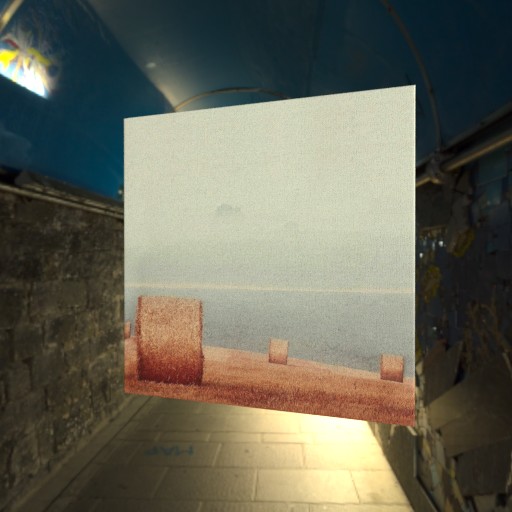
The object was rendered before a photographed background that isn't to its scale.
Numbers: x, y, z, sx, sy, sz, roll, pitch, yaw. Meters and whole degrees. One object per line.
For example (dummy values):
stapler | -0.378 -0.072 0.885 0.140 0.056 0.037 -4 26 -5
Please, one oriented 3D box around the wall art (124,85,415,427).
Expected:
wall art | 0.000 0.000 0.896 0.605 0.605 0.034 0 0 19
